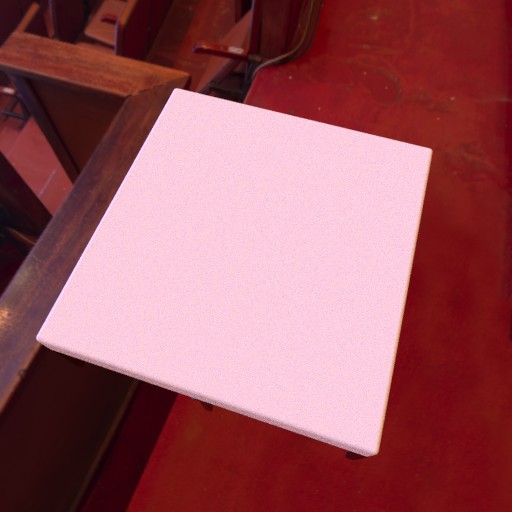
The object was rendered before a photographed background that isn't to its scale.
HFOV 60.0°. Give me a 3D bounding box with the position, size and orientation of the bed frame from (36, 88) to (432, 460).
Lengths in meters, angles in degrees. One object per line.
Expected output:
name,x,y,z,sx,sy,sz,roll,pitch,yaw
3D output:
bed frame,0.000,0.000,3.084,1.963,0.659,2.079,16,64,8
